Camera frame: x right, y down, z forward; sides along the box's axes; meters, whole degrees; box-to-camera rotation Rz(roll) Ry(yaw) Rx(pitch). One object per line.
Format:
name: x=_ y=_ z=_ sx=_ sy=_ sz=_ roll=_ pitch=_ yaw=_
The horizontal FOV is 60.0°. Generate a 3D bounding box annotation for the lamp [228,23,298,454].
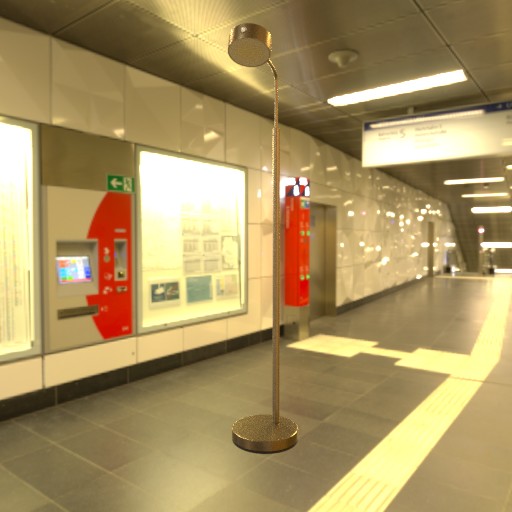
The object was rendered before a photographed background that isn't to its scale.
lamp: x=0.000 y=0.000 z=1.370 sx=0.219 sy=1.230 sz=0.418 roll=1 pitch=2 yaw=18
